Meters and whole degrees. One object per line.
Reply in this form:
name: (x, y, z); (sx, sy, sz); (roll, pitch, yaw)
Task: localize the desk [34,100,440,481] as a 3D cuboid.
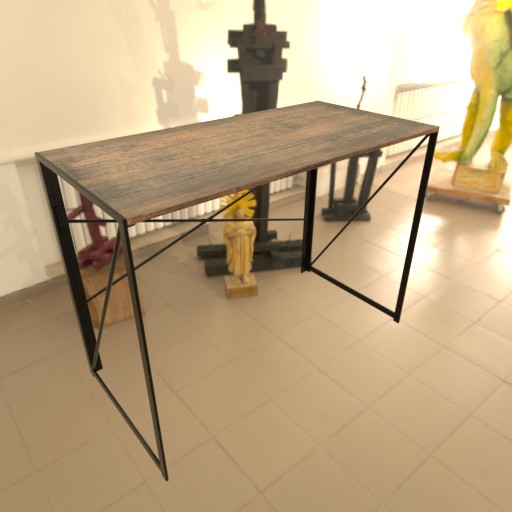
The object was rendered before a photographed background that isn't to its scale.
desk: (0.000, 0.000, 1.403); (1.015, 0.747, 0.505); (-23, 37, -33)
